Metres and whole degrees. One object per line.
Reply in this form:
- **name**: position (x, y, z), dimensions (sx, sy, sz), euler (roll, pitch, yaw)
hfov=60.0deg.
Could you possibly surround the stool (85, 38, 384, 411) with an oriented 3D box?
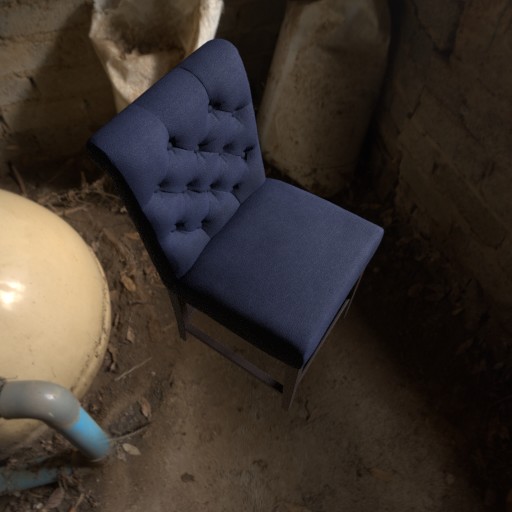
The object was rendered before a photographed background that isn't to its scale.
- **stool**: position (0.000, 0.000, 1.352), dimensions (0.601, 1.010, 0.493), euler (29, 62, 17)
